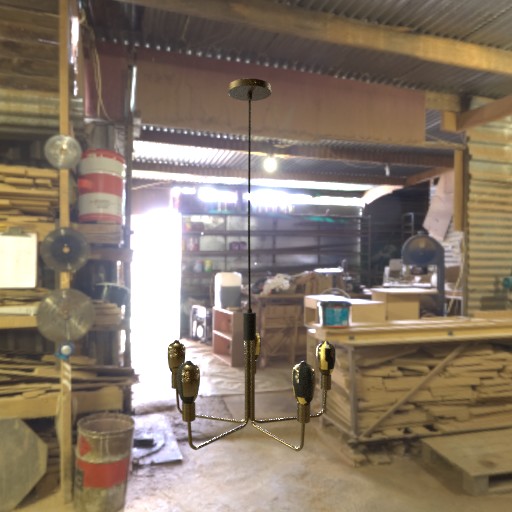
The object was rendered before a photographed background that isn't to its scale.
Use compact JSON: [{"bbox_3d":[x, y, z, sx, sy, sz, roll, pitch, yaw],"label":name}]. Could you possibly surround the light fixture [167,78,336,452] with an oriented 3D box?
[{"bbox_3d":[0.000,0.000,1.409,0.532,1.059,0.588,0,0,-16],"label":"light fixture"}]
